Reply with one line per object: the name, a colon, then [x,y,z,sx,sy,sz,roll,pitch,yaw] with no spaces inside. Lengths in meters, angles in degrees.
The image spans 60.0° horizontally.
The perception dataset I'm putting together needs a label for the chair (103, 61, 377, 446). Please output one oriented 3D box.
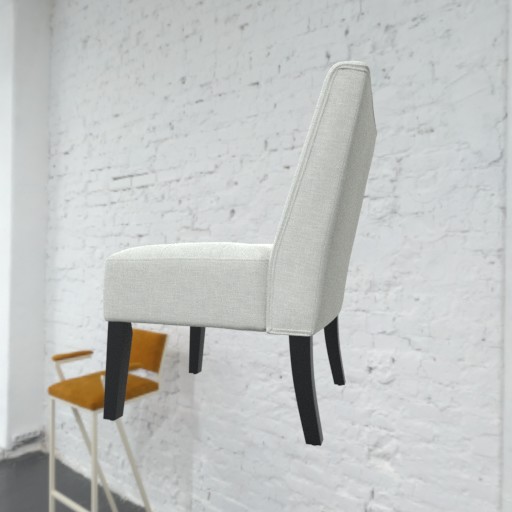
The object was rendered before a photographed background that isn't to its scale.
chair: [0.000,0.000,1.304,0.676,0.853,0.569,0,-1,17]
